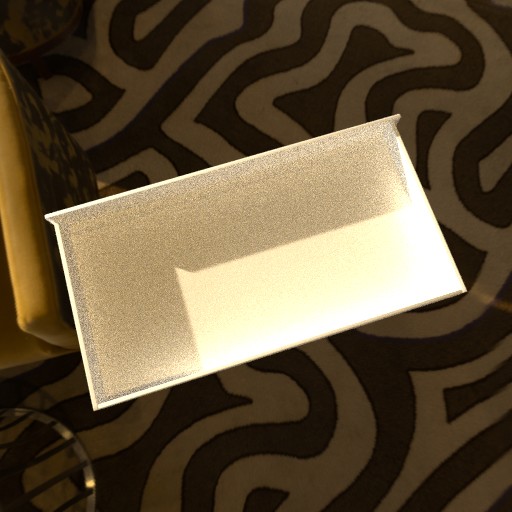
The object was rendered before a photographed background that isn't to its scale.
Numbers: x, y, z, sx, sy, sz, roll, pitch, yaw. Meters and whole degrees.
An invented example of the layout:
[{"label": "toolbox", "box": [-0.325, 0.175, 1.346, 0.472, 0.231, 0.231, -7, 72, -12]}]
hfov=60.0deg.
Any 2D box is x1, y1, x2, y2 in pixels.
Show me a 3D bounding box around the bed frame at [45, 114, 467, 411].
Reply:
[{"label": "bed frame", "box": [0.000, 0.000, 1.547, 1.300, 0.141, 0.670, -17, 77, -4]}]
